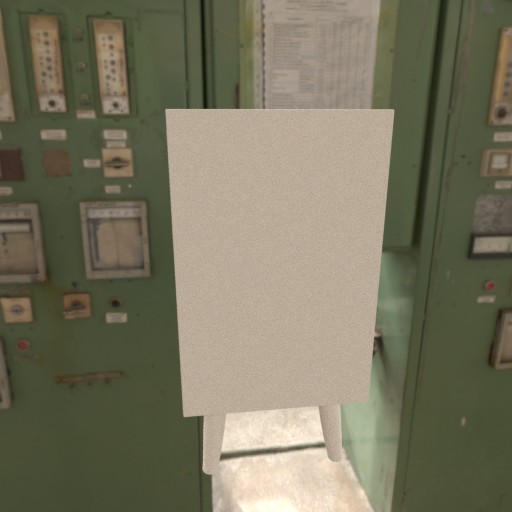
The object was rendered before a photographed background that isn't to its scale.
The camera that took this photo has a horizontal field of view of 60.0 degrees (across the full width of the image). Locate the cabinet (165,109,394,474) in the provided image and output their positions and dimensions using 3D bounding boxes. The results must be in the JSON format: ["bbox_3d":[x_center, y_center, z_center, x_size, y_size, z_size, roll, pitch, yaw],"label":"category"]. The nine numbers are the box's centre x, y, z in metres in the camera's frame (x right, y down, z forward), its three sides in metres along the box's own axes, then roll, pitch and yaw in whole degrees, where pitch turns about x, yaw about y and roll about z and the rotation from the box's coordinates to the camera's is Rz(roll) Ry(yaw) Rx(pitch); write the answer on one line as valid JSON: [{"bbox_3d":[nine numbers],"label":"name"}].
[{"bbox_3d":[0.000,0.000,1.227,0.398,0.761,0.800,-2,18,-7],"label":"cabinet"}]
